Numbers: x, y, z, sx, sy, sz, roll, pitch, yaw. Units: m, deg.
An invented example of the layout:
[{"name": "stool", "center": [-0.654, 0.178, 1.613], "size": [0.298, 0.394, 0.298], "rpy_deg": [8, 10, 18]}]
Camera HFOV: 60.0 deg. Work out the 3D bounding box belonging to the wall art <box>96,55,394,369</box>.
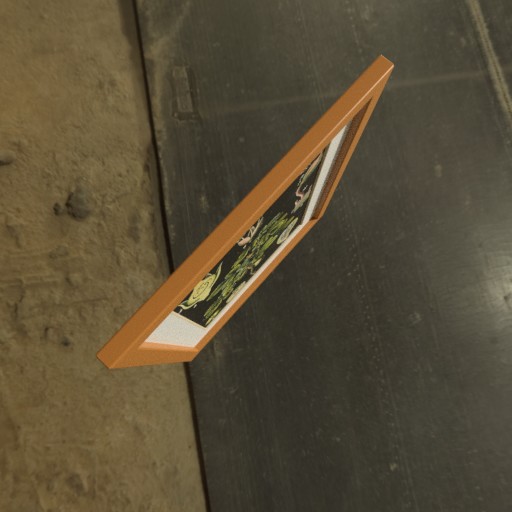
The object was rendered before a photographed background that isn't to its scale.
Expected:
[{"name": "wall art", "center": [0.000, 0.000, 0.506], "size": [0.015, 0.379, 0.310], "rpy_deg": [41, 81, 8]}]
